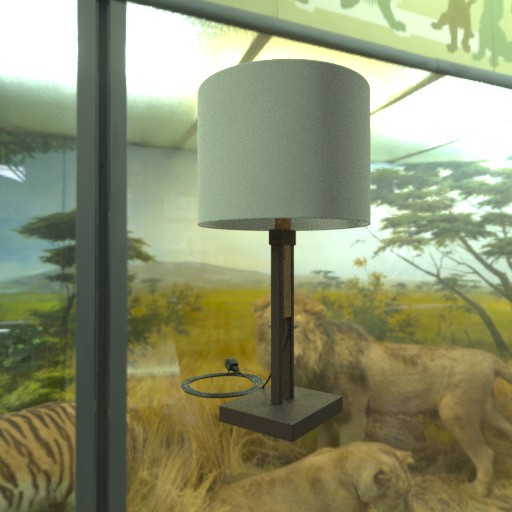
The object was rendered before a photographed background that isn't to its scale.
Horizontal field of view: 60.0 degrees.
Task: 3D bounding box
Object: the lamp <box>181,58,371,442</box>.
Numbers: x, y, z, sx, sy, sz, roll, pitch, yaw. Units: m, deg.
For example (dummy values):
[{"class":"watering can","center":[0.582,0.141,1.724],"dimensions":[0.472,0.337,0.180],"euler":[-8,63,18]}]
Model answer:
[{"class":"lamp","center":[0.000,0.000,0.993],"dimensions":[0.525,0.668,0.396],"euler":[0,0,36]}]
